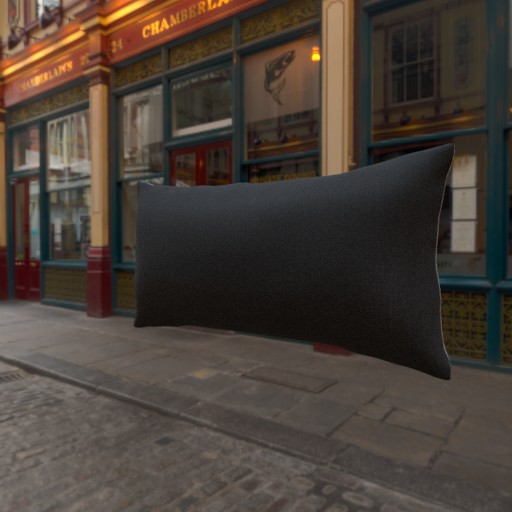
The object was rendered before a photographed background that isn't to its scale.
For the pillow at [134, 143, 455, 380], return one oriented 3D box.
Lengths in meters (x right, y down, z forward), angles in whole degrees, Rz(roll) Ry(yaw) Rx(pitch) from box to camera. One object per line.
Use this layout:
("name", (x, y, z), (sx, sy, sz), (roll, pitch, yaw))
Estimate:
("pillow", (0.000, 0.000, 0.729), (0.609, 0.305, 0.151), (0, 0, 36))
